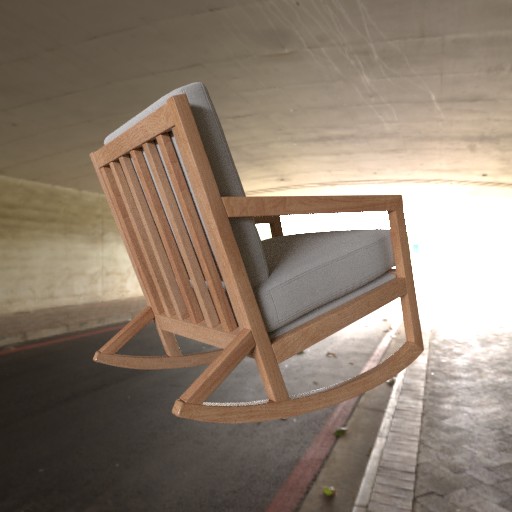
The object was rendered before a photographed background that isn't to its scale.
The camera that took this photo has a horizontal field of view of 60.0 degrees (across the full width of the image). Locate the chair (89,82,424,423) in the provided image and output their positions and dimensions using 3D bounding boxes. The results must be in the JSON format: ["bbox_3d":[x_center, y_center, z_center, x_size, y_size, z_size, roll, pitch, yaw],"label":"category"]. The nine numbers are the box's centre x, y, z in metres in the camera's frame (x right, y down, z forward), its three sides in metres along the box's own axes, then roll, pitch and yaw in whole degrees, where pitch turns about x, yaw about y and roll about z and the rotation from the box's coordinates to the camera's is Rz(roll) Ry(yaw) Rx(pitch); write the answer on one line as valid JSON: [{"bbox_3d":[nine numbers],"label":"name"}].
[{"bbox_3d":[0.000,0.000,1.400,0.857,0.790,0.622,0,0,-35],"label":"chair"}]
